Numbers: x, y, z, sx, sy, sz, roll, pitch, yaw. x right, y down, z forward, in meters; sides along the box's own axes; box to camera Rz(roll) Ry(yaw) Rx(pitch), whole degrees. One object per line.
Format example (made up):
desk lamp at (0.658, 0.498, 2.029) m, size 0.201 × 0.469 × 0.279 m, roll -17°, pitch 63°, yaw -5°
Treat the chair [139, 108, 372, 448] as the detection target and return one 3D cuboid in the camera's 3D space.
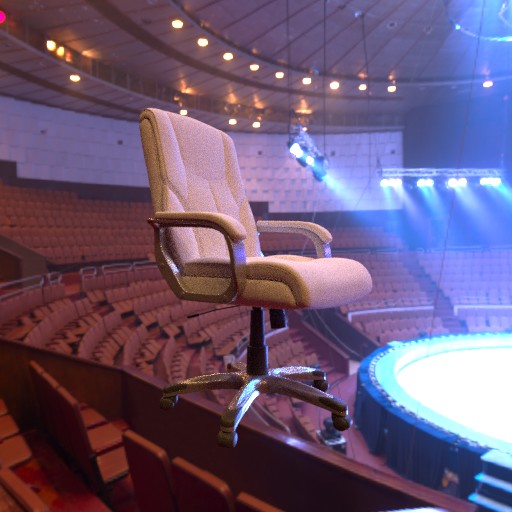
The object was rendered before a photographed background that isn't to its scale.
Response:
chair at (0.000, 0.000, 1.624) m, size 0.738 × 1.120 × 0.687 m, roll 1°, pitch 1°, yaw 34°
